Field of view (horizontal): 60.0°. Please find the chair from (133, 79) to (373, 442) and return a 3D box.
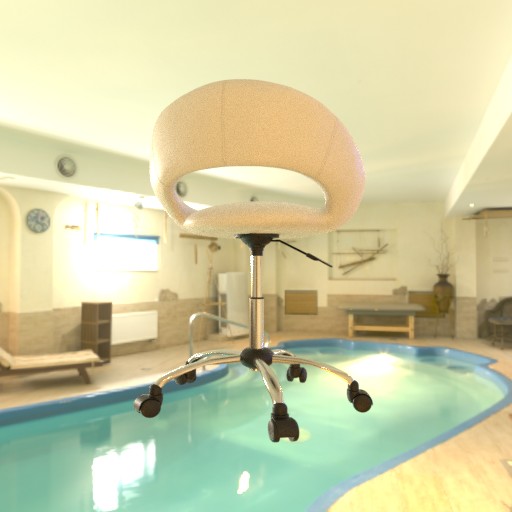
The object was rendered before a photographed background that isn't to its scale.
[{"bbox_3d":[0.000,0.000,1.210,0.612,0.791,0.538,-1,-2,18],"label":"chair"}]
